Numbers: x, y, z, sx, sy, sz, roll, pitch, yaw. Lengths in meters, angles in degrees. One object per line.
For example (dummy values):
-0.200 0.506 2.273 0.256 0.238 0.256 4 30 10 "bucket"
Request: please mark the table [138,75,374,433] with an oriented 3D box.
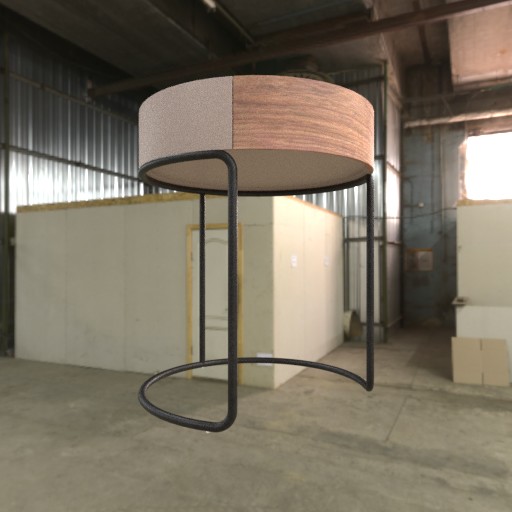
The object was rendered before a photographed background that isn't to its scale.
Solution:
0.000 0.000 0.873 0.450 0.530 0.450 0 0 0 "table"
